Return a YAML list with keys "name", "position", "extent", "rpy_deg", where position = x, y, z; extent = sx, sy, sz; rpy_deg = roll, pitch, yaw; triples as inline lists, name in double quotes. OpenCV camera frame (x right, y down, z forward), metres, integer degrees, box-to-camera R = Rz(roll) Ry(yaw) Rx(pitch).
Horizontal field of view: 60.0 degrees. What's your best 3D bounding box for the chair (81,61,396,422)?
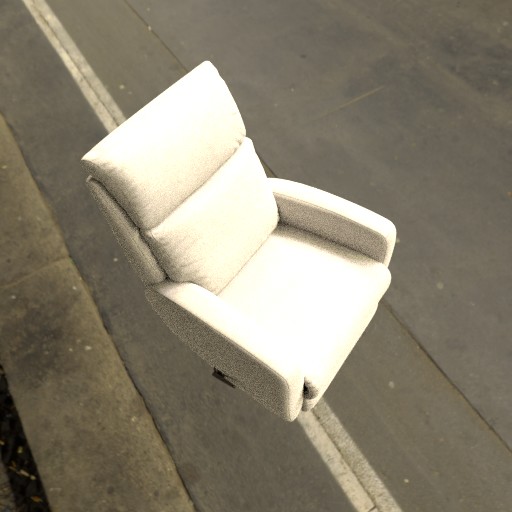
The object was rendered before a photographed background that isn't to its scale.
- name: "chair"
  position: [0.000, 0.000, 1.699]
  extent: [0.941, 1.015, 0.812]
  rpy_deg: [32, 63, 18]
